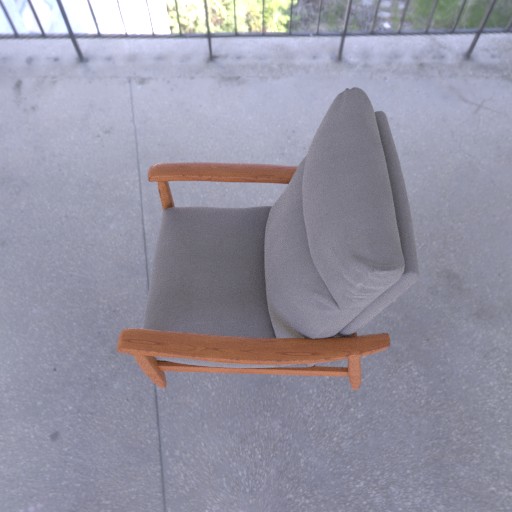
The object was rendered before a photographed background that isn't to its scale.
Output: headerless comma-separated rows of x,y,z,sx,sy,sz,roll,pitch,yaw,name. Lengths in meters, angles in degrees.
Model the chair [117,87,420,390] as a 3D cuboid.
0.000,0.000,1.525,0.816,0.922,0.782,0,58,0,chair
